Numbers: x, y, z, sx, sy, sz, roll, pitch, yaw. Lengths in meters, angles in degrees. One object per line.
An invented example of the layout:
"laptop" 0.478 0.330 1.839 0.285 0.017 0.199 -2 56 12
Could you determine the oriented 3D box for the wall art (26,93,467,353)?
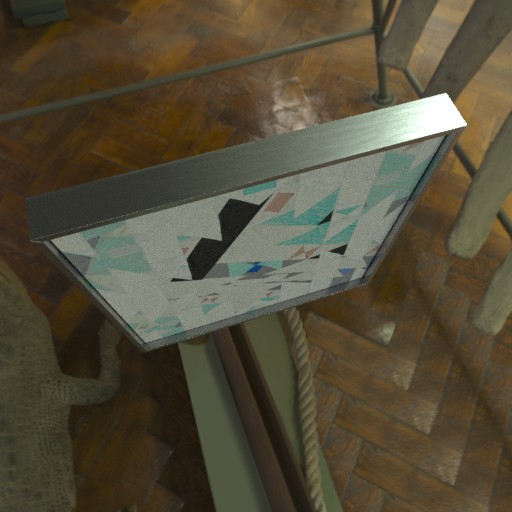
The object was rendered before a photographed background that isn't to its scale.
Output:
"wall art" 0.000 0.000 0.504 0.350 0.350 0.038 -16 66 -8
